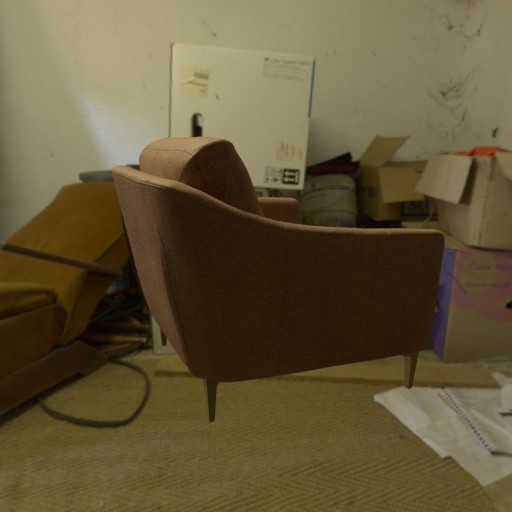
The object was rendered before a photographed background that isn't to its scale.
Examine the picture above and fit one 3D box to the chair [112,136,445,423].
[{"bbox_3d":[0.000,0.000,1.727,0.963,0.895,0.988,-7,16,-25],"label":"chair"}]
